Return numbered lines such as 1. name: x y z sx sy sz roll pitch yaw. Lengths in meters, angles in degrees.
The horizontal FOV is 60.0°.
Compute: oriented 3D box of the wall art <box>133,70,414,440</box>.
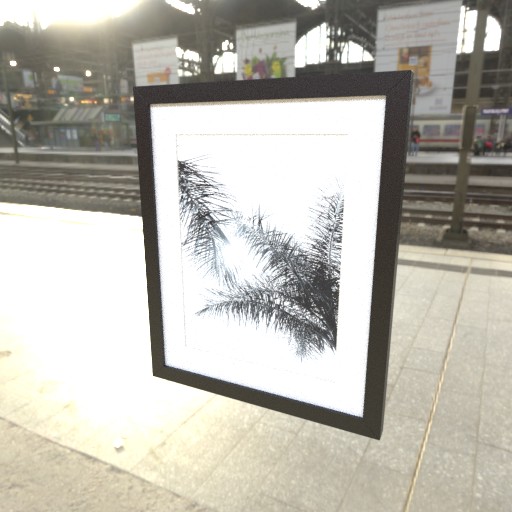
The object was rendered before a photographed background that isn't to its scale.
1. wall art: 0.000 0.000 0.751 0.457 0.557 0.028 7 17 25
